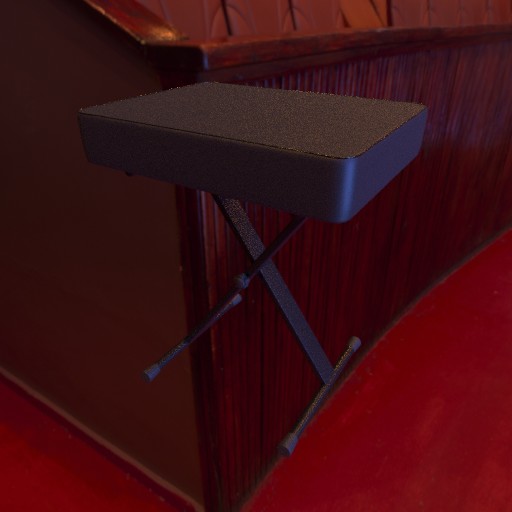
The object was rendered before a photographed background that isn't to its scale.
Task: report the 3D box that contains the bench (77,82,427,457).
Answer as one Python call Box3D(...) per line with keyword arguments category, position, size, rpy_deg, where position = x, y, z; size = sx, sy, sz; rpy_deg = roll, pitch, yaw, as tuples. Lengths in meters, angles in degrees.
Box3D(category="bench", position=(0.000, 0.000, 0.772), size=(0.424, 0.500, 0.321), rpy_deg=(17, 34, 28))
